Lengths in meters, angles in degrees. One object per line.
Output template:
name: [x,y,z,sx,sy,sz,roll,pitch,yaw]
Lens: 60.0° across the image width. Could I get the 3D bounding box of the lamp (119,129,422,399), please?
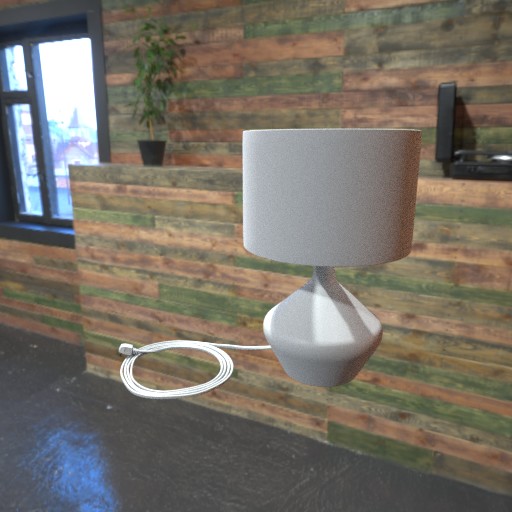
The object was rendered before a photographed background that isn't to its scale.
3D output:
lamp: [0.000,0.000,0.846,0.546,0.457,0.401,7,16,26]
